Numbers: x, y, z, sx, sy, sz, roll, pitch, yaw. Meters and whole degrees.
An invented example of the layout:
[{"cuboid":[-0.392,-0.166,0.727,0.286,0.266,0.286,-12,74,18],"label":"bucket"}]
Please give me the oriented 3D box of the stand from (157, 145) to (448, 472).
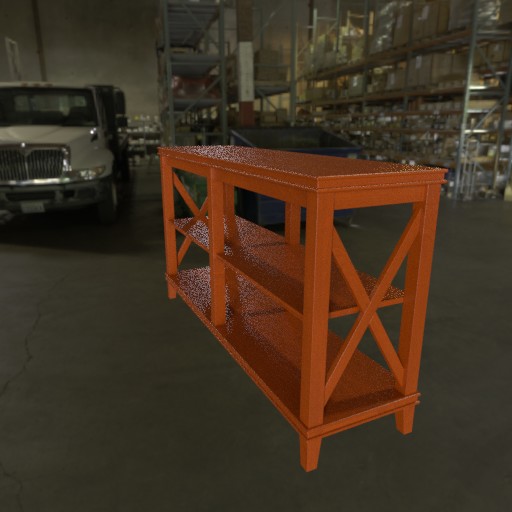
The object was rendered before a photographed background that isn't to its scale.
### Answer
[{"cuboid":[0.000,0.000,1.702,0.381,0.762,1.372,-8,18,-25],"label":"stand"}]
